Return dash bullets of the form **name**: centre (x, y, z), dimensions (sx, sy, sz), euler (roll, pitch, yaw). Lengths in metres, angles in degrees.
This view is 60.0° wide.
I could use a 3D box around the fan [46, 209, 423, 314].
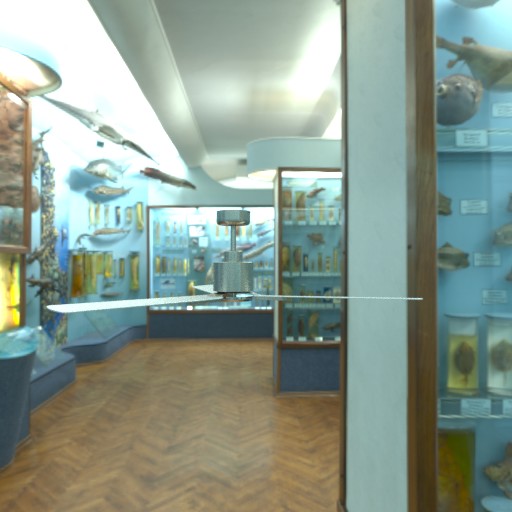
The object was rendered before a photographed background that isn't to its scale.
- **fan**: centre (0.000, 0.000, 2.312), dimensions (1.531, 0.446, 1.561), euler (0, -1, 0)
